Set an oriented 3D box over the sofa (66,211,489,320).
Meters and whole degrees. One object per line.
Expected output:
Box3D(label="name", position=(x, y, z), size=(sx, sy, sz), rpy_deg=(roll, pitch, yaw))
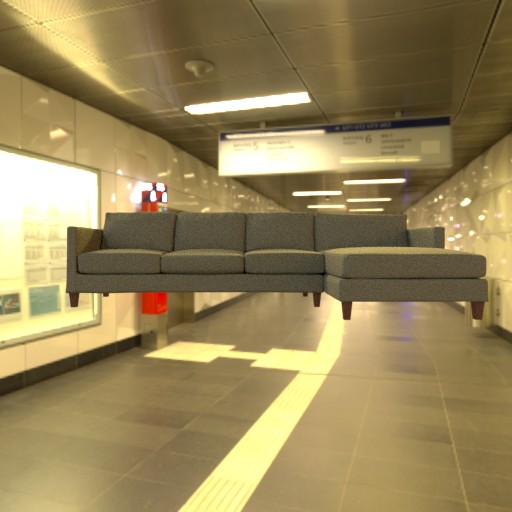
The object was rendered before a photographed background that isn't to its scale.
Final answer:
Box3D(label="sofa", position=(0.000, 0.000, 3.818), size=(3.186, 0.861, 1.625), rpy_deg=(0, 1, -1))
